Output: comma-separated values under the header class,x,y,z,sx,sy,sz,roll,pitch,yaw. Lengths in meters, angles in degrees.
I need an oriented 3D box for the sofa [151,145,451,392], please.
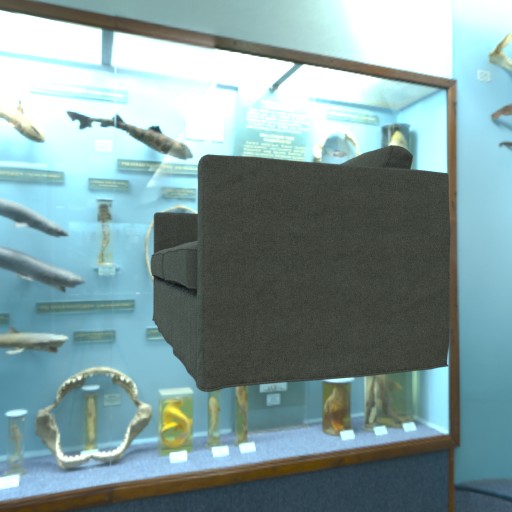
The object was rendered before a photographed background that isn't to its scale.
class,x,y,z,sx,sy,sz,roll,pitch,yaw
sofa,0.000,0.000,2.334,0.974,0.854,1.802,0,-1,-18
